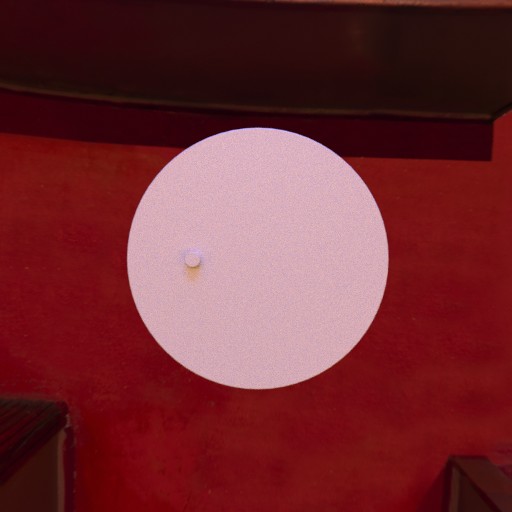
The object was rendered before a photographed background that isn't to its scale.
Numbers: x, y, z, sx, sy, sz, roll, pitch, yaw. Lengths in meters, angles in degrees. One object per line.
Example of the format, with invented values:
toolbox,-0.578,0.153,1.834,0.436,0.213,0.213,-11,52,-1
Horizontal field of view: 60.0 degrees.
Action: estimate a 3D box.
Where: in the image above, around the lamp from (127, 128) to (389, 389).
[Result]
lamp,0.000,0.000,0.623,0.291,0.429,0.291,0,91,-1
